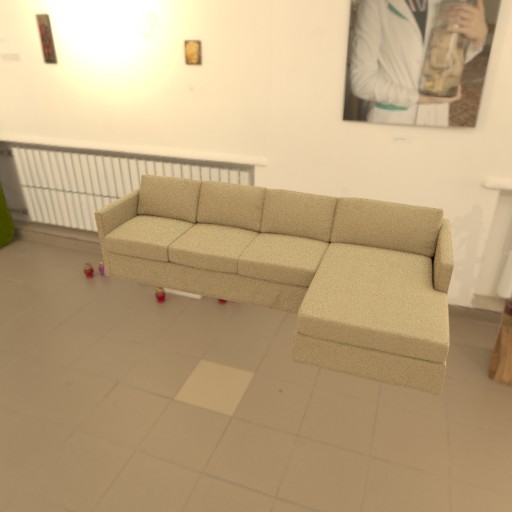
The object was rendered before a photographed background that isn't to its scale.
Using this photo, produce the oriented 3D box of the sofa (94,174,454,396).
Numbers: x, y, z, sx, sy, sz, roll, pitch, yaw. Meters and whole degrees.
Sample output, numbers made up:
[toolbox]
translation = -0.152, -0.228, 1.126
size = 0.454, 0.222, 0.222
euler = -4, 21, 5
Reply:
[sofa]
translation = 0.000, 0.000, 3.913
size = 3.177, 0.867, 1.622
euler = 9, 28, 17
